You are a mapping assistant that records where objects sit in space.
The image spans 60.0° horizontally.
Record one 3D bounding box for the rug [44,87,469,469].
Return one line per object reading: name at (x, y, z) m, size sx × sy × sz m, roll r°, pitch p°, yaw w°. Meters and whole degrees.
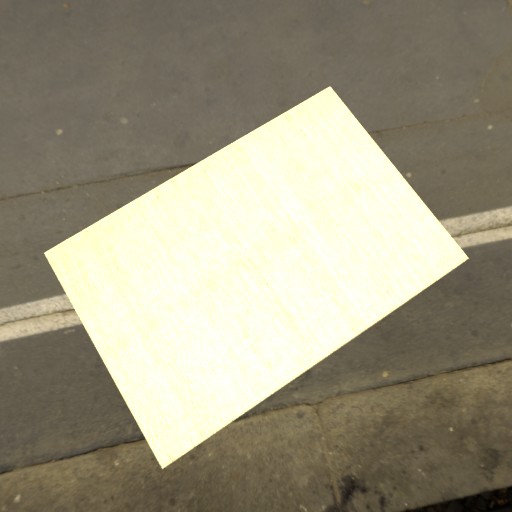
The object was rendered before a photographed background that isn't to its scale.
rug at (0.000, 0.000, 2.327) m, size 1.850 × 0.015 × 1.250 m, roll -32°, pitch 77°, yaw -8°
